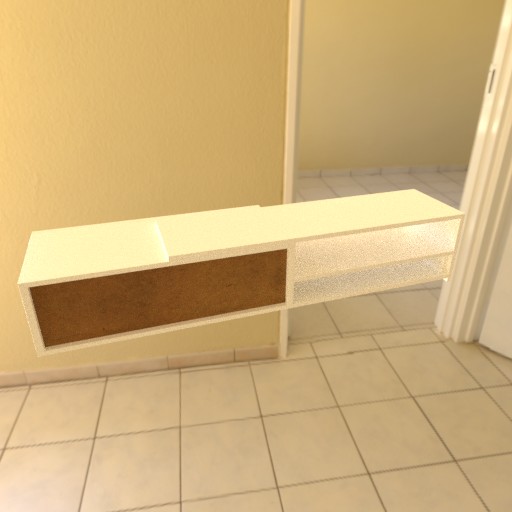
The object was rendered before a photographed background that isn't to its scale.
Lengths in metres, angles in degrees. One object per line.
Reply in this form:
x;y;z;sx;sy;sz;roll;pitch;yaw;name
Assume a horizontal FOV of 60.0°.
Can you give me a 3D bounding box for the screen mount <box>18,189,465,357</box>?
0.000;0.000;1.835;1.680;0.320;0.420;-9;28;-17;screen mount
